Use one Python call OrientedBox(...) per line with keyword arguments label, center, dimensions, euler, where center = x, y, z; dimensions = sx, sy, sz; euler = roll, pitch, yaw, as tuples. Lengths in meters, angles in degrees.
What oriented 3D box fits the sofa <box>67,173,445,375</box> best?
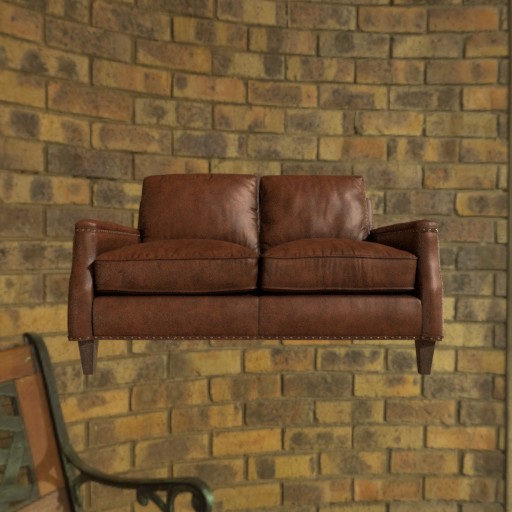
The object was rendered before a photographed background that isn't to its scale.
OrientedBox(label="sofa", center=(0.000, 0.000, 2.375), dimensions=(1.628, 1.003, 1.083), euler=(0, 1, 0))
